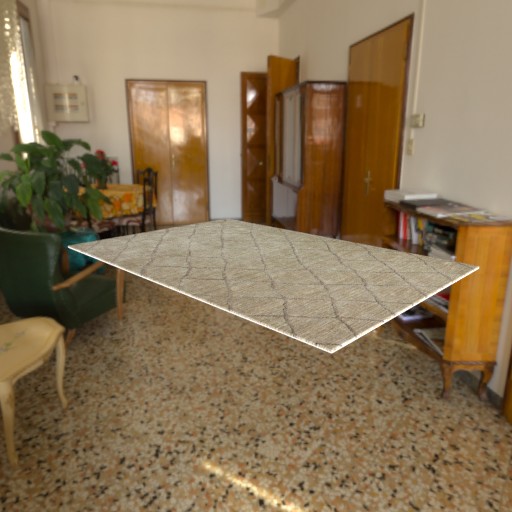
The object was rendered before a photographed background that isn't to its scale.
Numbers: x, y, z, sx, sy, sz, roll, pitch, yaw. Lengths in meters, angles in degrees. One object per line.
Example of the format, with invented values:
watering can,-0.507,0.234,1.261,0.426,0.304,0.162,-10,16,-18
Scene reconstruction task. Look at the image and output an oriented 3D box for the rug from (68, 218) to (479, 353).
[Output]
rug,0.000,0.000,2.919,2.280,0.015,1.521,14,21,43
